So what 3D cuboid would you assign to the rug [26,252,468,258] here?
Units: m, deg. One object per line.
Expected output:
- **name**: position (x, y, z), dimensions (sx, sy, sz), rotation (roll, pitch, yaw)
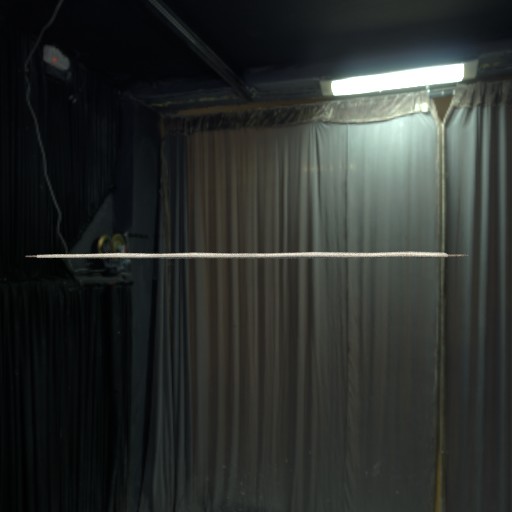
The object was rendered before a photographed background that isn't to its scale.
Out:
- **rug**: position (0.000, 0.000, 3.012), dimensions (2.434, 0.027, 1.529), rotation (0, -1, 17)
